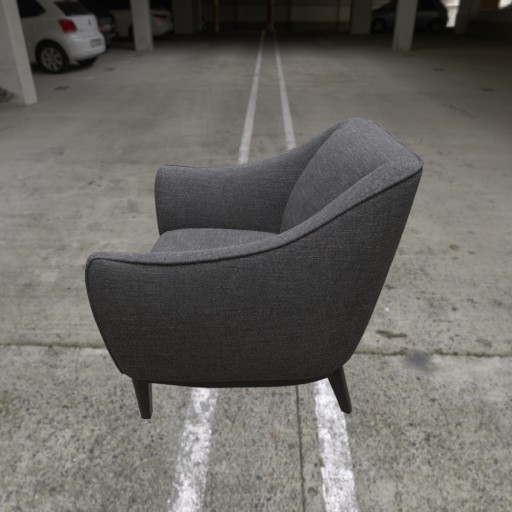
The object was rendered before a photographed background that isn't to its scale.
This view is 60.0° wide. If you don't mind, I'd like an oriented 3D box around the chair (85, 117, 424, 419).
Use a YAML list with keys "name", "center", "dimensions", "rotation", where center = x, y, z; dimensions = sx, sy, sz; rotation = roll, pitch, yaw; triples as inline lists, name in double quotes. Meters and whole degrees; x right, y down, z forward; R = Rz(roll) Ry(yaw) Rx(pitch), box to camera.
- name: "chair"
  center: [0.000, 0.000, 1.518]
  dimensions: [0.851, 0.829, 0.870]
  rotation: [1, 27, 1]
